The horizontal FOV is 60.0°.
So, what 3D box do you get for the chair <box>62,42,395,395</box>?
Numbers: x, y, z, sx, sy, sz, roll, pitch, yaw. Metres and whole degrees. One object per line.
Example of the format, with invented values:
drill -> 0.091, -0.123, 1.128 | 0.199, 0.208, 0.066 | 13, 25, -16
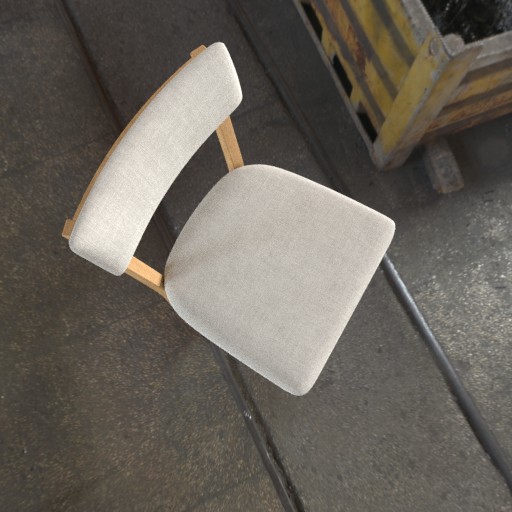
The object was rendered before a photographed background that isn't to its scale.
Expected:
chair -> 0.000, 0.000, 1.165 | 0.572, 0.832, 0.508 | 30, 77, 7
